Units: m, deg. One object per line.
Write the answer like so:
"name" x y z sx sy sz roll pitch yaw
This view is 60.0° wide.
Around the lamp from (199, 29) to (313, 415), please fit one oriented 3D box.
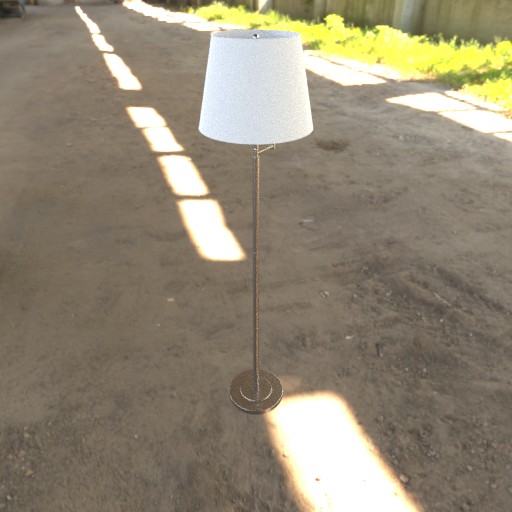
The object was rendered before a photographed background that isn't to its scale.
"lamp" 0.000 0.000 1.637 0.355 1.473 0.355 0 32 0
